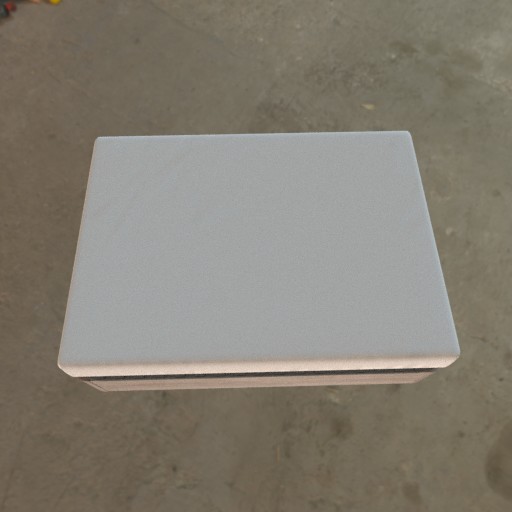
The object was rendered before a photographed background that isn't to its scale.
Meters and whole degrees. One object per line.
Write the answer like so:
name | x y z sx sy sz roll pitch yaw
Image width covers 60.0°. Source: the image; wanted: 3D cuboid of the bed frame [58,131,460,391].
bed frame | 0.000 0.000 2.586 1.900 0.561 1.400 -1 64 -1
